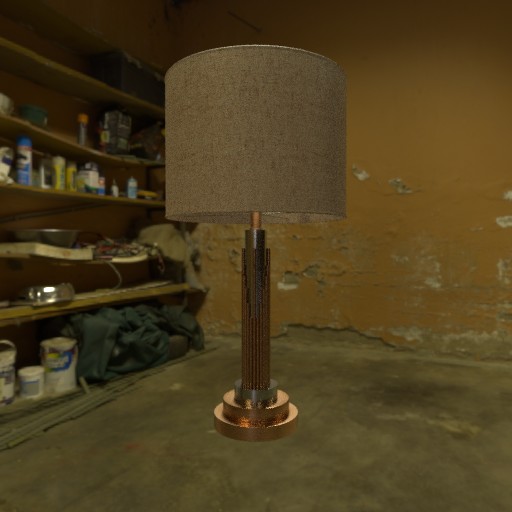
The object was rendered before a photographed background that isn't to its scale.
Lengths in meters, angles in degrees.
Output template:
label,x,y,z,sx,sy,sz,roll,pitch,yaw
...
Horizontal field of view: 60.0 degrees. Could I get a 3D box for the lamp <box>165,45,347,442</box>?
label,x,y,z,sx,sy,sz,roll,pitch,yaw
lamp,0.000,0.000,0.801,0.321,0.610,0.321,0,1,-18
